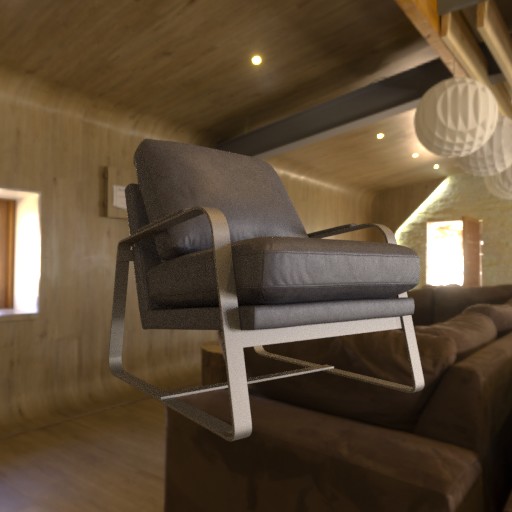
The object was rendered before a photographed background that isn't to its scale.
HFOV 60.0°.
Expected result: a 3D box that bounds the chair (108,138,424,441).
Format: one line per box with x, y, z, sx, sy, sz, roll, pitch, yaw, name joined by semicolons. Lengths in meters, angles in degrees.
0.000;0.000;1.476;0.692;0.839;0.878;1;-3;-36;chair
